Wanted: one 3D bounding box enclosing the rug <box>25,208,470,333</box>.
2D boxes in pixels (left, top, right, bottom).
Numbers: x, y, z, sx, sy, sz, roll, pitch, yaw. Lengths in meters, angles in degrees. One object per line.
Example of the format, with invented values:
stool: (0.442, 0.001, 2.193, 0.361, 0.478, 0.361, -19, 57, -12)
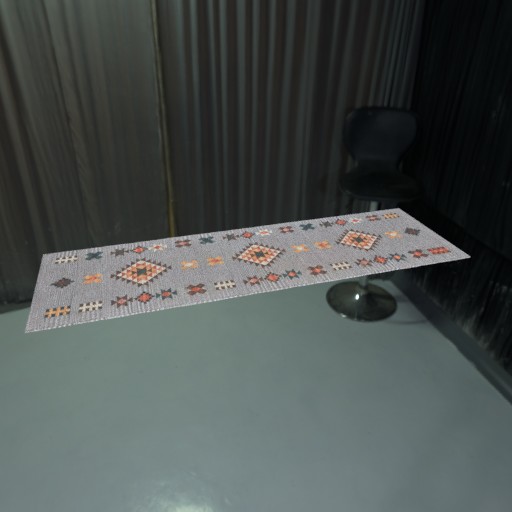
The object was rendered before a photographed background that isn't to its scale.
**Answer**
rug: (0.000, 0.000, 2.645, 2.432, 0.008, 0.766, -8, 30, -15)
